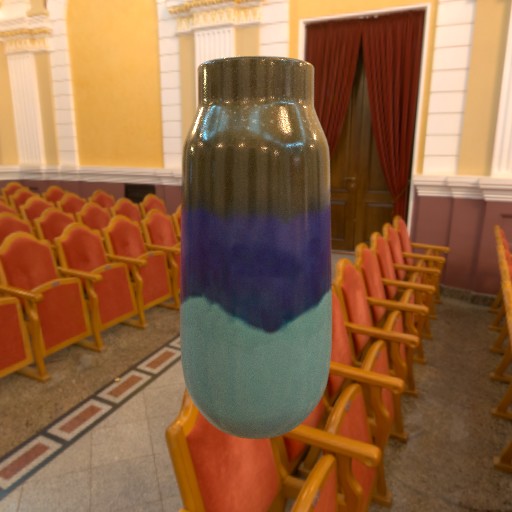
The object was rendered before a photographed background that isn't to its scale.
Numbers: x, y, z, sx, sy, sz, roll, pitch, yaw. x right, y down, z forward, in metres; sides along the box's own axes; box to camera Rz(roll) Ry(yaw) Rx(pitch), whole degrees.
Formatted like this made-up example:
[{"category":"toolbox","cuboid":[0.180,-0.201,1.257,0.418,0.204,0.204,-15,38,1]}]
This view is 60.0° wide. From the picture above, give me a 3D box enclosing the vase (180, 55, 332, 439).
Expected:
[{"category":"vase","cuboid":[0.000,0.000,0.392,0.139,0.313,0.139,0,14,0]}]
